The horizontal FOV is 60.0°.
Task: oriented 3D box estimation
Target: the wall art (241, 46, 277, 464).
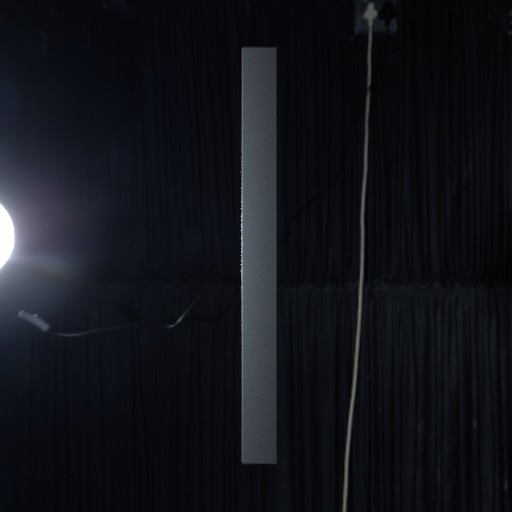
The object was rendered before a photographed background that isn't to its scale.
[{"bbox_3d":[0.000,0.000,0.540,0.028,0.330,0.380,0,0,-1],"label":"wall art"}]
